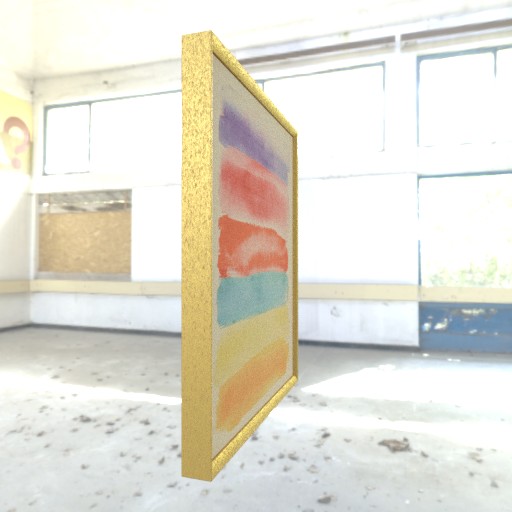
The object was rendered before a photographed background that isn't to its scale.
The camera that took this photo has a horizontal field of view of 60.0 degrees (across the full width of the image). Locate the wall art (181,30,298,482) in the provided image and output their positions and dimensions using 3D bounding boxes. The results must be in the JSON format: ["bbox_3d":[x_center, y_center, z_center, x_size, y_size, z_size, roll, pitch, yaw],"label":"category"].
[{"bbox_3d":[0.000,0.000,0.891,0.048,0.642,0.537,0,0,19],"label":"wall art"}]
